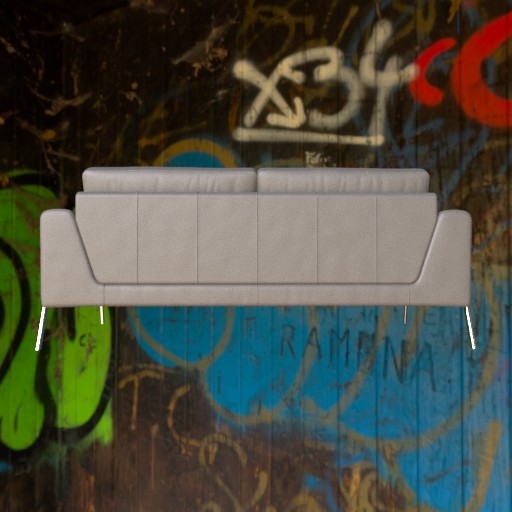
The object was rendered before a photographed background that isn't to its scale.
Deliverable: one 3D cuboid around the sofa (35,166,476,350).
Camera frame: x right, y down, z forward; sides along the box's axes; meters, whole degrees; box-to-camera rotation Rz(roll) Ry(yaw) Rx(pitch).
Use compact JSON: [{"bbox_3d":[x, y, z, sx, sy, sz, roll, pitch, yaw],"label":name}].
[{"bbox_3d":[0.000,0.000,2.499,2.017,0.875,0.953,0,-1,-1],"label":"sofa"}]
